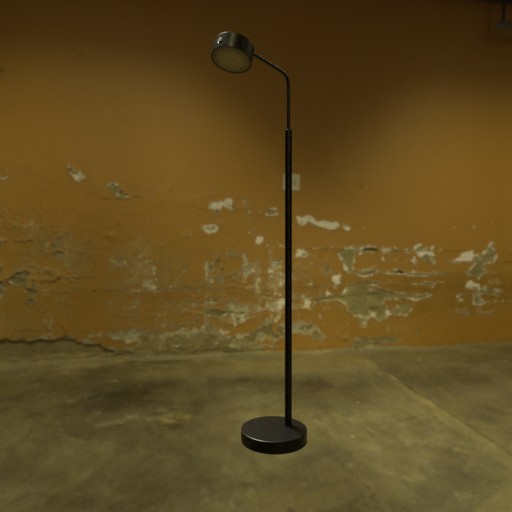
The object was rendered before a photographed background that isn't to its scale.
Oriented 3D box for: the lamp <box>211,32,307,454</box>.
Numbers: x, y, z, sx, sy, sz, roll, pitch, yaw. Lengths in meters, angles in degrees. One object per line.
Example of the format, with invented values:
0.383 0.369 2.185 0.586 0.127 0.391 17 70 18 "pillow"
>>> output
0.000 0.000 1.396 0.219 1.230 0.418 0 1 37 "lamp"
